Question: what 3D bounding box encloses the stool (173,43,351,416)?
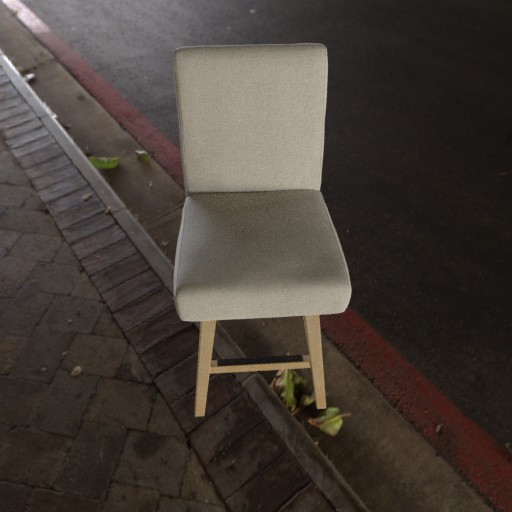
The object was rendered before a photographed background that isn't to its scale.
[{"bbox_3d":[0.000,0.000,1.304,0.446,1.015,0.543,-3,48,-2],"label":"stool"}]
